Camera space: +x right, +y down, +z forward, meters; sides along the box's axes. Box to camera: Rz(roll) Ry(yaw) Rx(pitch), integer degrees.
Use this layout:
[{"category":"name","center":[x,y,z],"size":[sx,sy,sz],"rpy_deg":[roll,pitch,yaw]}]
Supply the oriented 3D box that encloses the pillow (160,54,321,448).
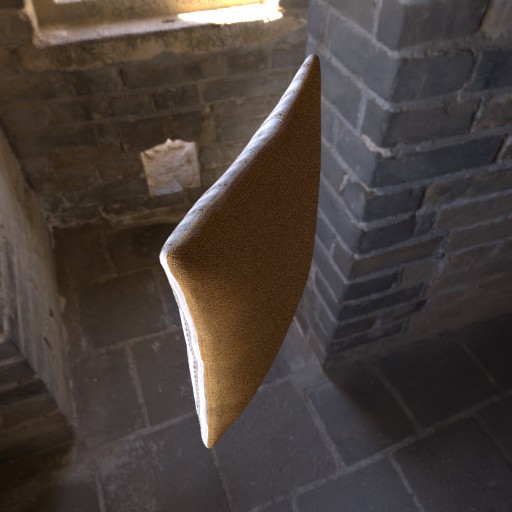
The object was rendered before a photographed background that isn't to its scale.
[{"category":"pillow","center":[0.000,0.000,0.657],"size":[0.147,0.437,0.432],"rpy_deg":[16,49,14]}]
